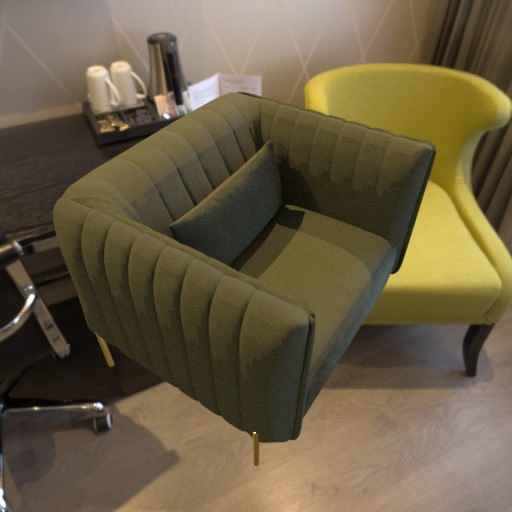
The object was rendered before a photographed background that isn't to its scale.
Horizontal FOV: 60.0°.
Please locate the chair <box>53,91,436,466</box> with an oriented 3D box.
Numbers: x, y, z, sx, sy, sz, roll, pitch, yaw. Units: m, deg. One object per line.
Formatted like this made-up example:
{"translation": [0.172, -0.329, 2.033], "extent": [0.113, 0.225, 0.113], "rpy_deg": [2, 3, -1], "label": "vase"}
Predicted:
{"translation": [0.000, 0.000, 1.633], "extent": [0.877, 0.794, 1.032], "rpy_deg": [24, 49, 24], "label": "chair"}
